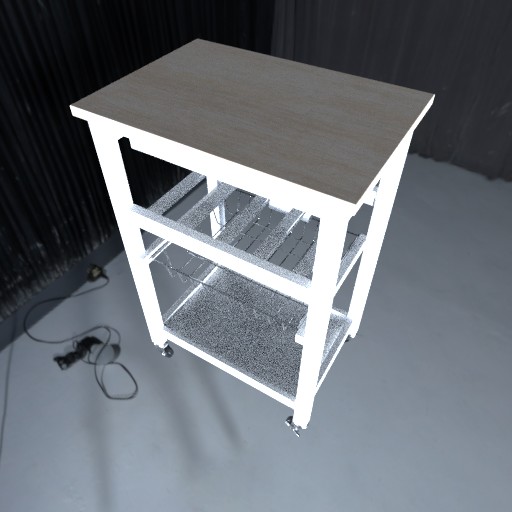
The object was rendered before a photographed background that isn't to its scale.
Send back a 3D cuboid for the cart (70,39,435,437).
[{"bbox_3d":[0.000,0.000,1.159,0.578,0.857,0.406,23,50,21],"label":"cart"}]
